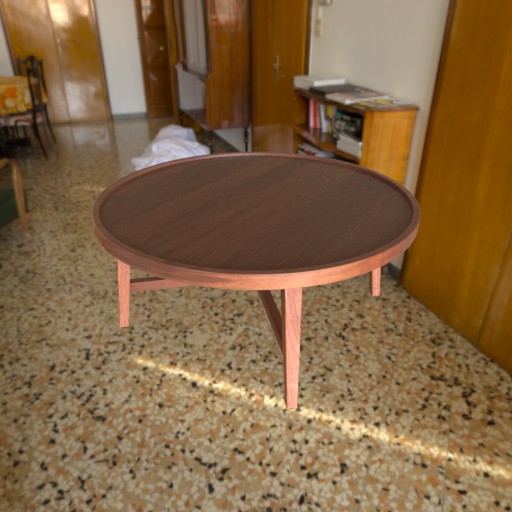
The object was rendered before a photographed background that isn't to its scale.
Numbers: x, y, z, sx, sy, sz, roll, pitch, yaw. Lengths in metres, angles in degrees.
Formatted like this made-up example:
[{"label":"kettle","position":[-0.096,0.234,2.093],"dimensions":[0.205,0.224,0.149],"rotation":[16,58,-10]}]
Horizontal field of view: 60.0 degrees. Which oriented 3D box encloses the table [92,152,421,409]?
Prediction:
[{"label":"table","position":[0.000,0.000,1.219],"dimensions":[0.800,0.360,0.800],"rotation":[0,29,0]}]
